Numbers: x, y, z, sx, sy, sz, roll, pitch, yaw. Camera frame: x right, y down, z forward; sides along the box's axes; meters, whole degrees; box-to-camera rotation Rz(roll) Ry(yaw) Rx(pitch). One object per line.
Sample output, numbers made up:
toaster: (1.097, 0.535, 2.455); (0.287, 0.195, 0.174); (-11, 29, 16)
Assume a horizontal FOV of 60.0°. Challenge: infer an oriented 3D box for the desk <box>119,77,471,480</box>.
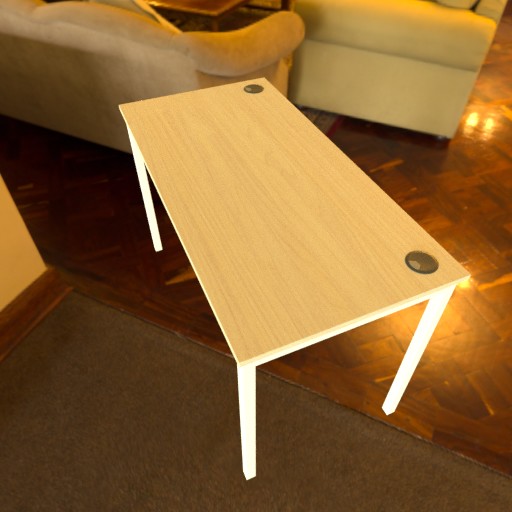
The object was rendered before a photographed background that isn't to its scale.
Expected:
desk: (0.000, 0.000, 1.627); (0.600, 0.750, 1.200); (-17, 48, -16)
